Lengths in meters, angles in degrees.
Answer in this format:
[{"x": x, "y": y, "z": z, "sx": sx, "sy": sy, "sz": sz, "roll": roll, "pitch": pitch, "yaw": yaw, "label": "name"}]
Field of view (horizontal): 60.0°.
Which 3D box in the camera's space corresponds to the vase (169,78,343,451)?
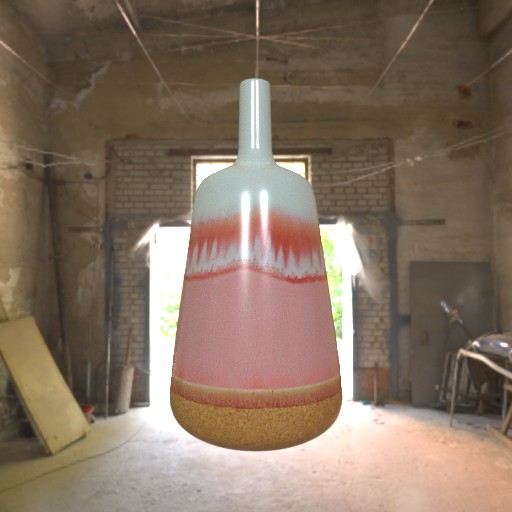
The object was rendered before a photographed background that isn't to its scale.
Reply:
[{"x": 0.000, "y": 0.000, "z": 0.379, "sx": 0.144, "sy": 0.296, "sz": 0.144, "roll": 0, "pitch": -1, "yaw": 0, "label": "vase"}]
